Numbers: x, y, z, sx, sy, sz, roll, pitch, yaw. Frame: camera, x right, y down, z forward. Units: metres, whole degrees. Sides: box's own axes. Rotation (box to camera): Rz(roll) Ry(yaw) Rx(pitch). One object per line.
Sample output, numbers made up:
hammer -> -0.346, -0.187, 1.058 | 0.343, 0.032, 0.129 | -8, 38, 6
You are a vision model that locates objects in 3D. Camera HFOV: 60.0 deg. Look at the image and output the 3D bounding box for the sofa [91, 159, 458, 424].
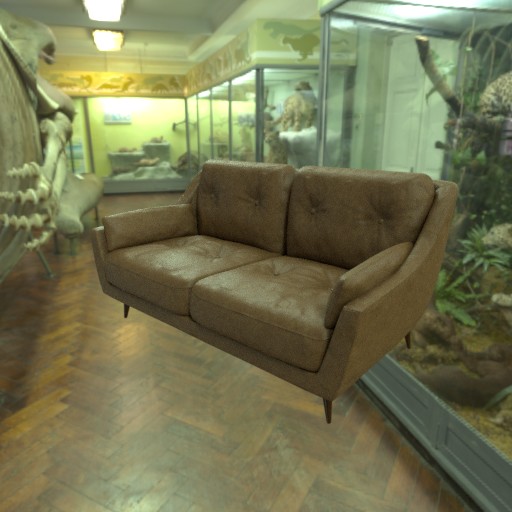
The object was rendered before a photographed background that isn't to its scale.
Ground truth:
sofa -> 0.000, 0.000, 2.282 | 1.731, 0.886, 0.981 | 14, 21, 41
